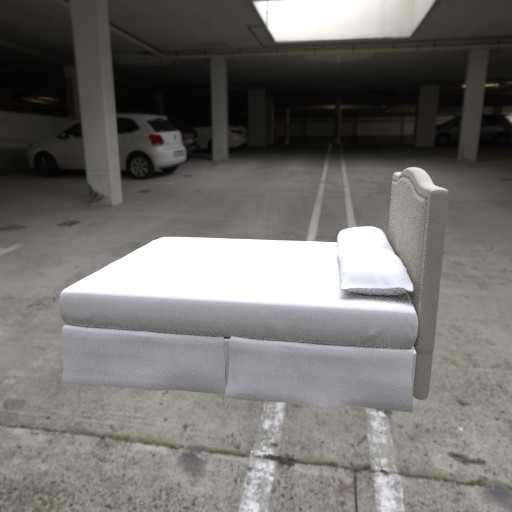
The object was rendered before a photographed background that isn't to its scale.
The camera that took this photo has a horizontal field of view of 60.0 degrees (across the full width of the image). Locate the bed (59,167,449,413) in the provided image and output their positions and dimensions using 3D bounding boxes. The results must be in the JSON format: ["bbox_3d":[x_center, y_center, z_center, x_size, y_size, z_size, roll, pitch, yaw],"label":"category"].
[{"bbox_3d":[0.000,0.000,3.619,2.477,1.437,1.977,2,14,9],"label":"bed"}]
